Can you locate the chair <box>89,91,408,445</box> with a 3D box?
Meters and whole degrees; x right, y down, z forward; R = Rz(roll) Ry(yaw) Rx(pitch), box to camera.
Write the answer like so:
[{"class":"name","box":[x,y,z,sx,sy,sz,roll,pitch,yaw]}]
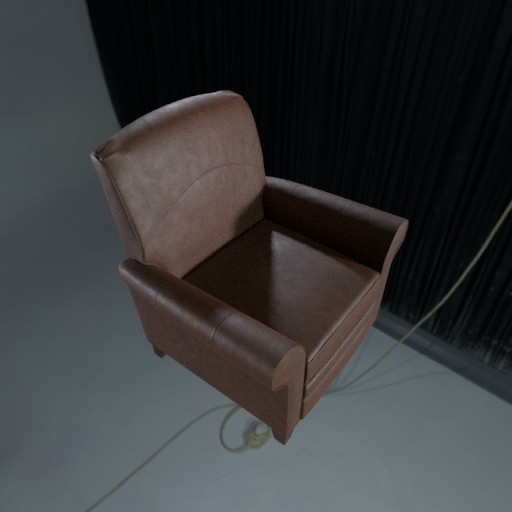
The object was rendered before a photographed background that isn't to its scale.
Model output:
[{"class":"chair","box":[0.000,0.000,1.813,0.902,1.061,0.978,26,46,28]}]
